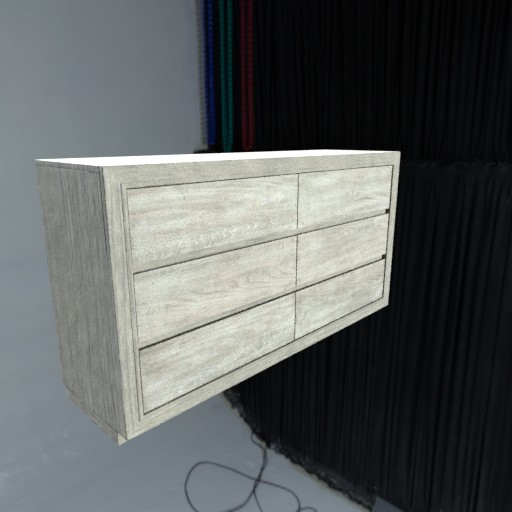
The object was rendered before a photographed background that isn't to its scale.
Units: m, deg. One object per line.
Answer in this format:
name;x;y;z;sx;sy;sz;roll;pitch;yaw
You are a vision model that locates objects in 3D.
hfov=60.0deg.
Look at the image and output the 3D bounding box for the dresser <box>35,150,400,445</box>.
dresser;0.000;0.000;1.997;0.483;0.889;1.628;14;21;43
